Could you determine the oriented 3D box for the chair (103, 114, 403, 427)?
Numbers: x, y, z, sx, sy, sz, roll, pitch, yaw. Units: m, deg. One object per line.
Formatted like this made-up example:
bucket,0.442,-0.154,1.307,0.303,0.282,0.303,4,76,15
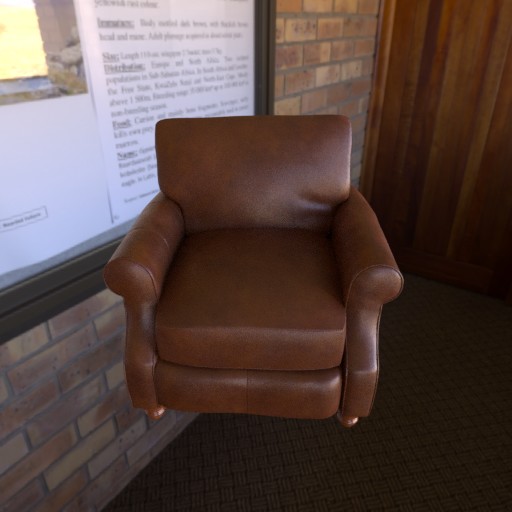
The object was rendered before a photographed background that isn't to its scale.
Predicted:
chair,0.000,0.000,1.761,0.989,0.972,0.992,1,28,3
